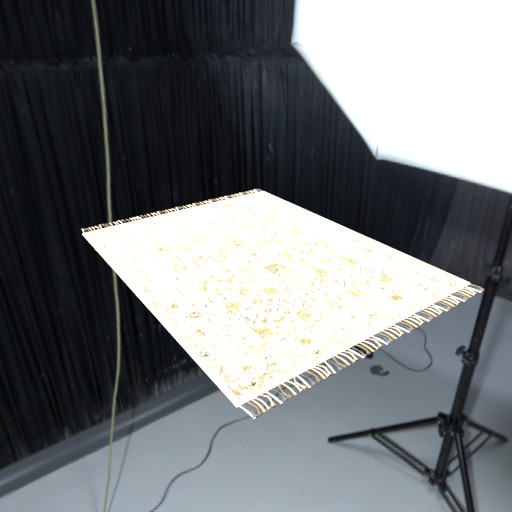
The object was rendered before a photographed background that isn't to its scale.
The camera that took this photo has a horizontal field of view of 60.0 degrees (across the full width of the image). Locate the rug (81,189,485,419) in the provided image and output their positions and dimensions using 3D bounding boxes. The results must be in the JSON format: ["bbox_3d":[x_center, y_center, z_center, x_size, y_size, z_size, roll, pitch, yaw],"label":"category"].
[{"bbox_3d":[0.000,0.000,2.259,1.278,0.009,1.726,-18,32,-31],"label":"rug"}]
